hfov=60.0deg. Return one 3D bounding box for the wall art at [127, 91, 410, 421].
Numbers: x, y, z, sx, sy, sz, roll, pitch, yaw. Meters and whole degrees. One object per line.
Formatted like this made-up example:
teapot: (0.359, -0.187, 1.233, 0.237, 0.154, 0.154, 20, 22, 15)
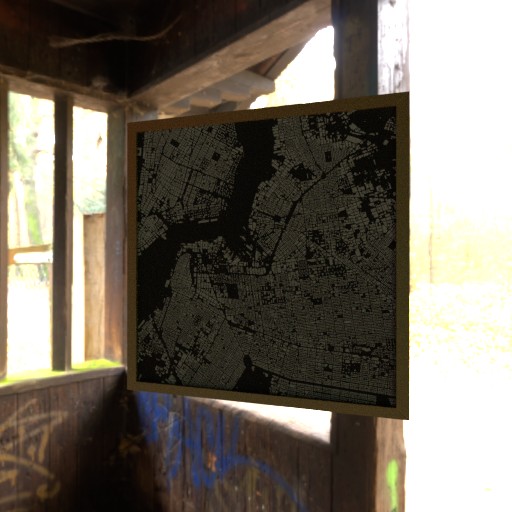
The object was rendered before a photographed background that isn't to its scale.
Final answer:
wall art: (0.000, 0.000, 2.942, 1.926, 1.926, 0.099, 0, 0, 18)
